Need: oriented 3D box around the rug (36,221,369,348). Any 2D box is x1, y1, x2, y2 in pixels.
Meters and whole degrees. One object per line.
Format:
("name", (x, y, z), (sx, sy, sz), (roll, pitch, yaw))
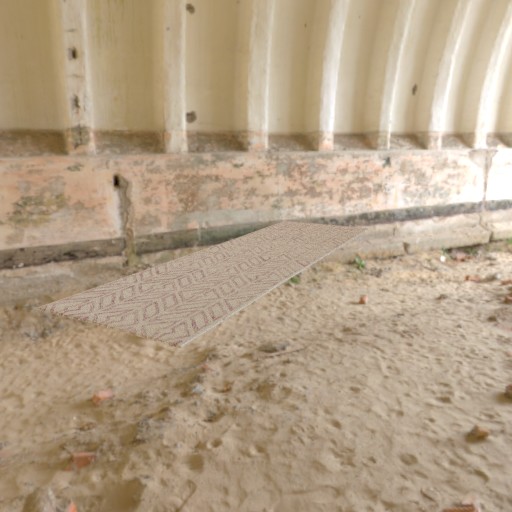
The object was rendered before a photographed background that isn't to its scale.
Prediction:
("rug", (0.000, 0.000, 2.693), (0.750, 0.009, 2.435), (8, 16, 28))
